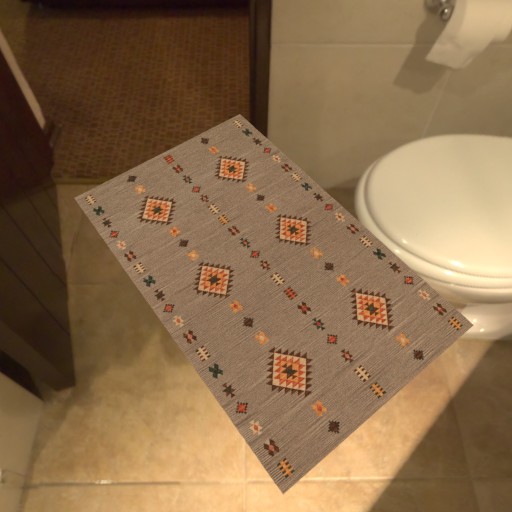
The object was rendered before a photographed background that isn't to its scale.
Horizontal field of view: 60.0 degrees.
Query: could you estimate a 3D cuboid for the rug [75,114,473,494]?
[{"bbox_3d":[0.000,0.000,2.995,1.515,0.007,2.427,-33,63,-19],"label":"rug"}]
